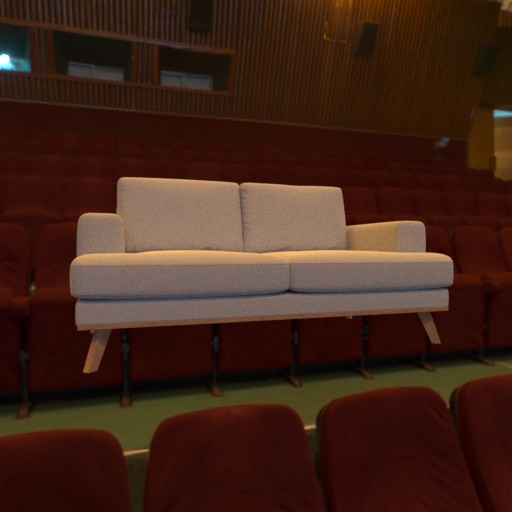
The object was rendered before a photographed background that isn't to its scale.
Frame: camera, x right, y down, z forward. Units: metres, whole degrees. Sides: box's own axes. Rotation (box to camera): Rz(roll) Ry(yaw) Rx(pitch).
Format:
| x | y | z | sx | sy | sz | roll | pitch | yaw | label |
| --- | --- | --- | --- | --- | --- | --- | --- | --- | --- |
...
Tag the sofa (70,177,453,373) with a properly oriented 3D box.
| x | y | z | sx | sy | sz | roll | pitch | yaw | label |
| --- | --- | --- | --- | --- | --- | --- | --- | --- | --- |
| 0.000 | 0.000 | 2.198 | 1.651 | 0.810 | 0.915 | 0 | 1 | -19 | sofa |
